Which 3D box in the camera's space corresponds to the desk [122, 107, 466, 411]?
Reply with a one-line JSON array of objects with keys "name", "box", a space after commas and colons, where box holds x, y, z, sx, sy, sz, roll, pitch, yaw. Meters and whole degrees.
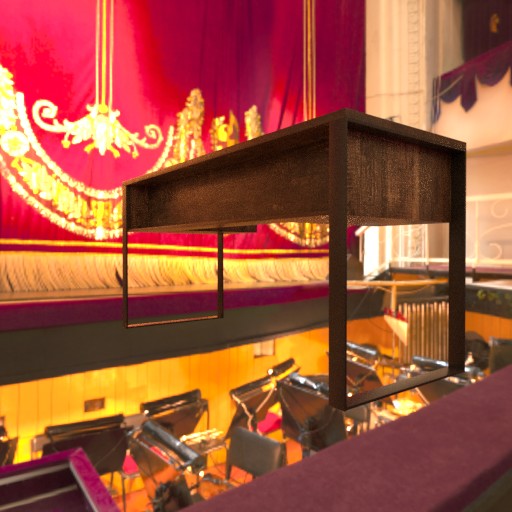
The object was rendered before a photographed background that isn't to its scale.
[{"name": "desk", "box": [0.000, 0.000, 1.899, 0.599, 0.762, 1.524, -1, 1, -37]}]
